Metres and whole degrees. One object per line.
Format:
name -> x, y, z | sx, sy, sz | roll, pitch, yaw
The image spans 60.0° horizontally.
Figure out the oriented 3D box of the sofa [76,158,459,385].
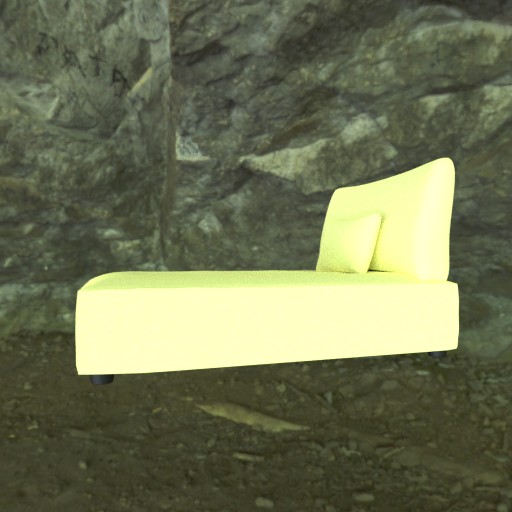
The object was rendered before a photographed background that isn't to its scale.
sofa -> 0.000, 0.000, 2.013 | 1.450, 0.820, 0.930 | 0, -1, -18
